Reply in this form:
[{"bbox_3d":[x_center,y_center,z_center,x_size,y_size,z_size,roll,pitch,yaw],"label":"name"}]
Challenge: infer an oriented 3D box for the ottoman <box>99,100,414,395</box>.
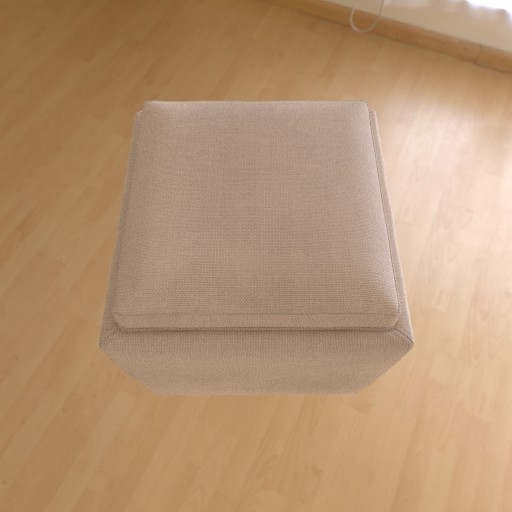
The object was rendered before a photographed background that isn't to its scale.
[{"bbox_3d":[0.000,0.000,0.838,0.450,0.460,0.451,0,63,0],"label":"ottoman"}]
